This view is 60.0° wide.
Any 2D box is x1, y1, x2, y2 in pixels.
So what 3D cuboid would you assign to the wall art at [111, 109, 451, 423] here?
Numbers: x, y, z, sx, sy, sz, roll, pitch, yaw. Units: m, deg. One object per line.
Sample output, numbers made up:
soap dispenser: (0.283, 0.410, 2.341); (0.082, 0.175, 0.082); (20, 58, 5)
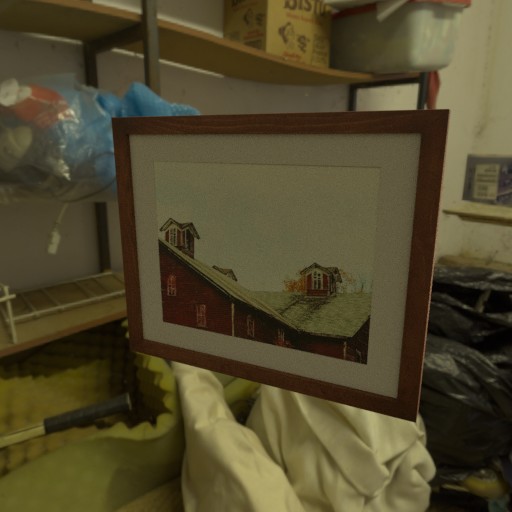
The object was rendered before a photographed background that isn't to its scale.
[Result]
wall art: (0.000, 0.000, 0.750); (0.558, 0.457, 0.033); (7, 16, 25)
